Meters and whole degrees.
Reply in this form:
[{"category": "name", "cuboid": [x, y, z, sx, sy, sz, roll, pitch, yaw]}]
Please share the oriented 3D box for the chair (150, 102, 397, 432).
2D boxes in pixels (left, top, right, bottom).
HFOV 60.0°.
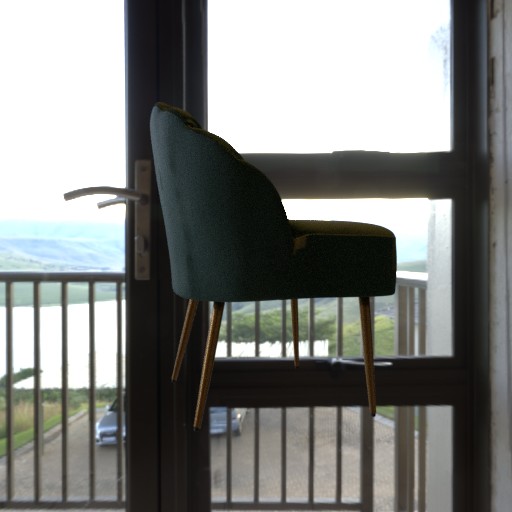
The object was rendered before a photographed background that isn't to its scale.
[{"category": "chair", "cuboid": [0.000, 0.000, 1.297, 0.599, 0.819, 0.657, 0, 0, -18]}]
